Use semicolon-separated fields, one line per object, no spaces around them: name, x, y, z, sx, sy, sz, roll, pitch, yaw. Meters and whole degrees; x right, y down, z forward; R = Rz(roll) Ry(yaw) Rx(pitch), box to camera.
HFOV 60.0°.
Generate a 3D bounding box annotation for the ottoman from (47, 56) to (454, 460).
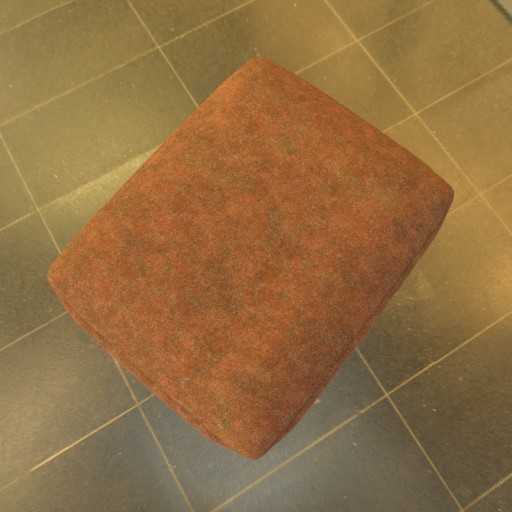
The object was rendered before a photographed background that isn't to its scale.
ottoman;0.000;0.000;1.143;0.635;0.508;0.787;38;78;10
